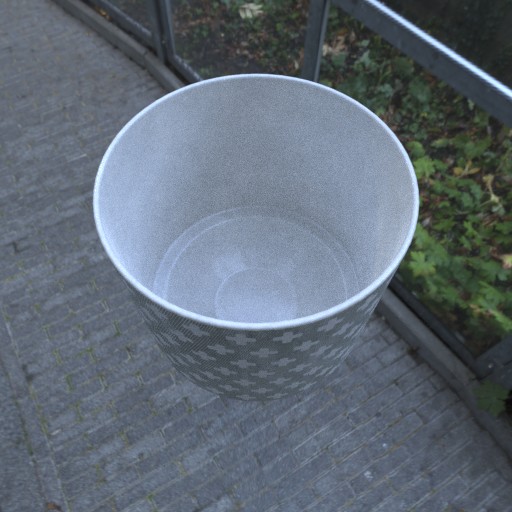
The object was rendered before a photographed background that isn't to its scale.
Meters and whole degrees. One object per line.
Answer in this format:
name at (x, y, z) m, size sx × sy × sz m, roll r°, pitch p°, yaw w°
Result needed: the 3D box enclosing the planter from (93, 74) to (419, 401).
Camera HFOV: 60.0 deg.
planter at (0.000, 0.000, 0.446) m, size 0.250 × 0.239 × 0.250 m, roll 0°, pitch 59°, yaw 0°
